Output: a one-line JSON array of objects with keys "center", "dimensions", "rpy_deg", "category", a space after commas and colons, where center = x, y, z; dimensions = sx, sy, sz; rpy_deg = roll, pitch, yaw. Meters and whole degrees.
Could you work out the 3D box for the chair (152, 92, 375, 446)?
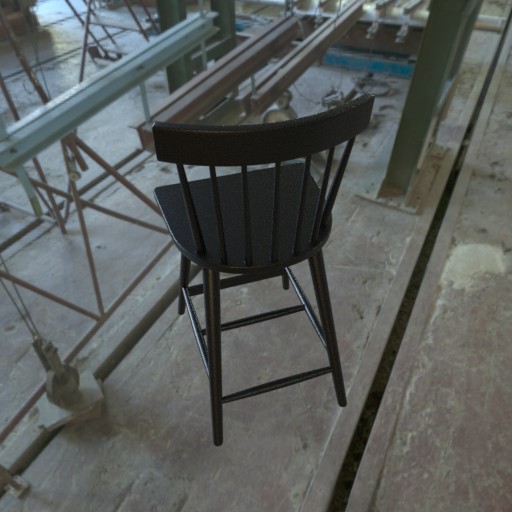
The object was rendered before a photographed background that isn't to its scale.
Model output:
[{"center": [0.000, 0.000, 1.271], "dimensions": [0.483, 0.952, 0.572], "rpy_deg": [-12, 44, -13], "category": "chair"}]
